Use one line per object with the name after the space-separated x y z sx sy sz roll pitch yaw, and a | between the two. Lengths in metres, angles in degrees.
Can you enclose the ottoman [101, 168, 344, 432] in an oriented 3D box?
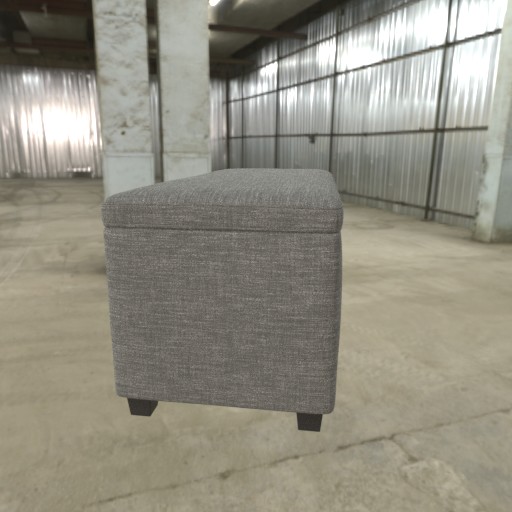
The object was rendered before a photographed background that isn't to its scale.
0.000 0.000 1.169 0.419 0.432 0.902 2 14 8 | ottoman
